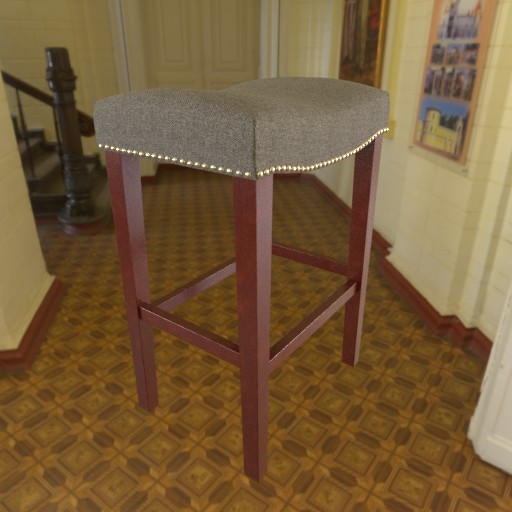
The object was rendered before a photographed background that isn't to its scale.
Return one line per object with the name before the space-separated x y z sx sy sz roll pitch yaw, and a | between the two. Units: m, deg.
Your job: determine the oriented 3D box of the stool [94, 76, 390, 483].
stool | 0.000 0.000 1.013 0.372 0.742 0.504 17 30 32
